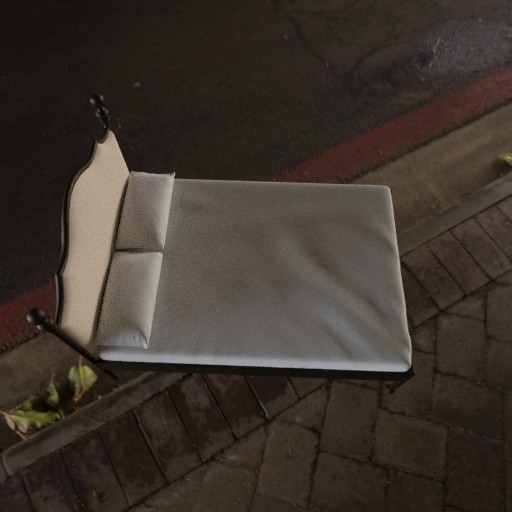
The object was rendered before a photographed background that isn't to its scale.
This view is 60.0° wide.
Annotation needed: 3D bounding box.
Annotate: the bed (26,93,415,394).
[{"bbox_3d":[0.000,0.000,3.074,2.170,1.462,1.533,2,63,1],"label":"bed"}]
